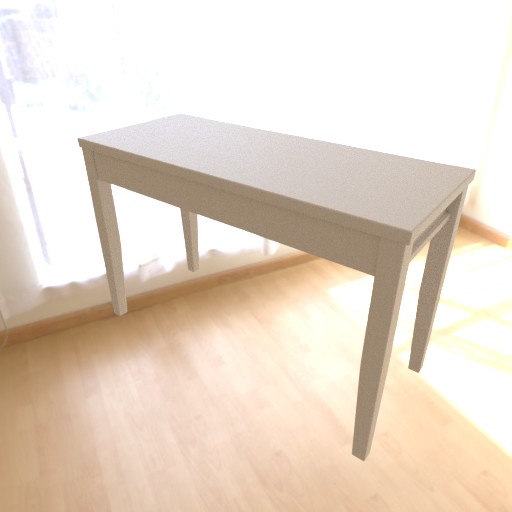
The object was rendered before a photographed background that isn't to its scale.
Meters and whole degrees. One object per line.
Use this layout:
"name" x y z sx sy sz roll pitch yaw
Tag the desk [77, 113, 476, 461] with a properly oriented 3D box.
"desk" 0.000 0.000 1.623 1.220 0.775 0.508 21 36 32
